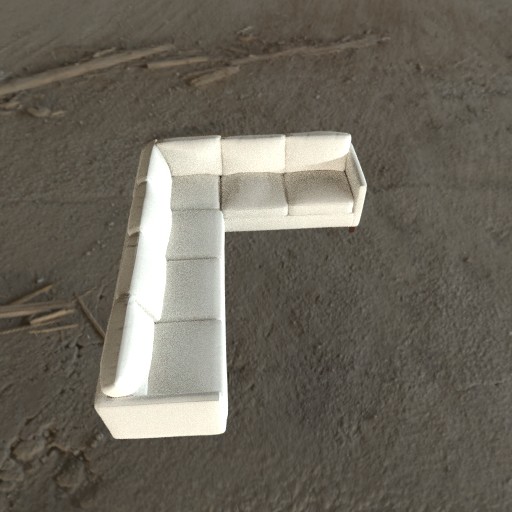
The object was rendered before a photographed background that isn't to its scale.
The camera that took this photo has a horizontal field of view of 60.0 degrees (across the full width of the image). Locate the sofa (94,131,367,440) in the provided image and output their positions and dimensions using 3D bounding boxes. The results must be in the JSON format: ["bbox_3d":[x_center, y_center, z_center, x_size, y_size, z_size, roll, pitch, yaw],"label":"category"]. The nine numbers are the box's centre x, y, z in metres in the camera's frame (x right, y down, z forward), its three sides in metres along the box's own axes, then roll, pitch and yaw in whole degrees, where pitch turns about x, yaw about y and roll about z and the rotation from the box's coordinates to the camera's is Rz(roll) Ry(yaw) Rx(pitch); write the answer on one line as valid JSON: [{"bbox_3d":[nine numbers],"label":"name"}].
[{"bbox_3d":[0.000,0.000,4.478,2.593,0.947,3.302,-3,47,-2],"label":"sofa"}]
